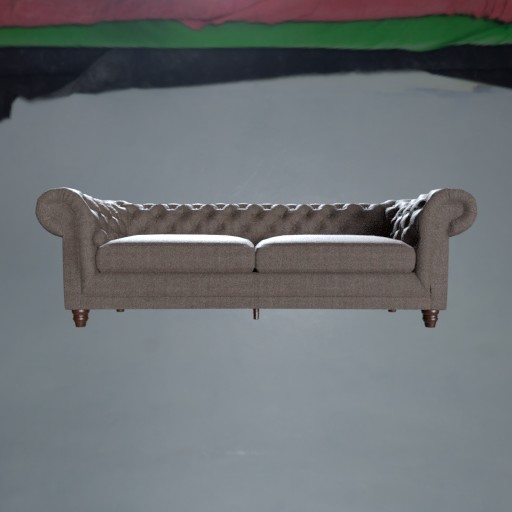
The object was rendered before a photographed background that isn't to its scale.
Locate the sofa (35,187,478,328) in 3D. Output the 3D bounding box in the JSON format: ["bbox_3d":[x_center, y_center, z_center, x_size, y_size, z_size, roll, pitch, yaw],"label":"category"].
[{"bbox_3d":[0.000,0.000,2.820,2.385,0.787,0.944,0,0,0],"label":"sofa"}]
